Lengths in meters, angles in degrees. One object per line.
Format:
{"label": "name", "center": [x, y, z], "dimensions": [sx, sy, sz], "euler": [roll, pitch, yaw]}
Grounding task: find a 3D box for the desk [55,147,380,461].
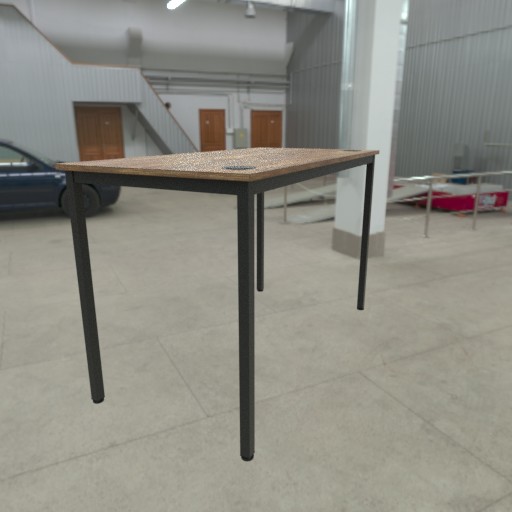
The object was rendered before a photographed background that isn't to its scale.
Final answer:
{"label": "desk", "center": [0.000, 0.000, 1.679], "dimensions": [0.600, 0.749, 1.200], "euler": [8, 18, 27]}
